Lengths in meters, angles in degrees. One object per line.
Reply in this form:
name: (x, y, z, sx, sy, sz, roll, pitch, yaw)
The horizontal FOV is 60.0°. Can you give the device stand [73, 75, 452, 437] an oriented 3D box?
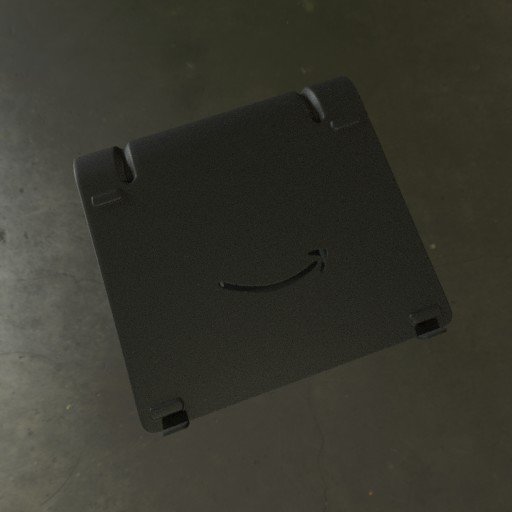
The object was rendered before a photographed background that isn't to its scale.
device stand: (0.000, 0.000, 0.409, 0.256, 0.155, 0.236, -19, 76, -5)
